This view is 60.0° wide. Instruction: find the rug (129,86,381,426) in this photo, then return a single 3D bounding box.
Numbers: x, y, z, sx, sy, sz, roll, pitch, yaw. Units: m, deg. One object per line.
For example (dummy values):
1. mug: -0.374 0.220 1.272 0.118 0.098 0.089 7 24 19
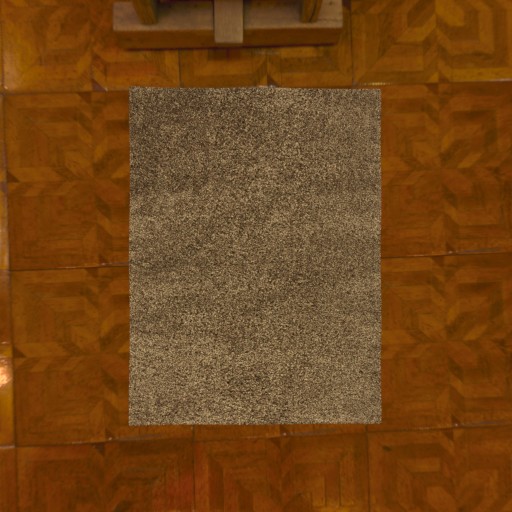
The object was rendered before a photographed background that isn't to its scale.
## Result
1. rug: 0.000 0.000 2.113 1.198 0.025 1.601 0 90 -1
